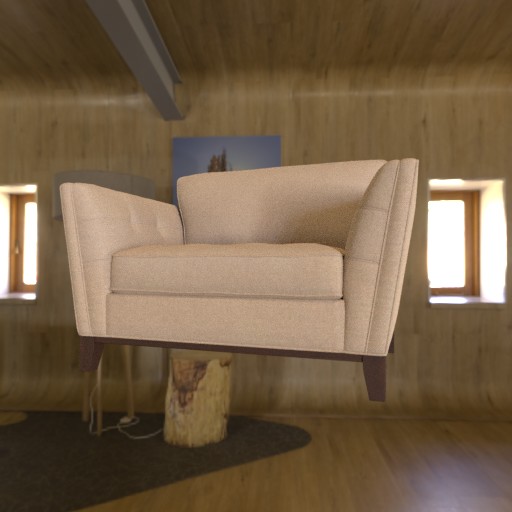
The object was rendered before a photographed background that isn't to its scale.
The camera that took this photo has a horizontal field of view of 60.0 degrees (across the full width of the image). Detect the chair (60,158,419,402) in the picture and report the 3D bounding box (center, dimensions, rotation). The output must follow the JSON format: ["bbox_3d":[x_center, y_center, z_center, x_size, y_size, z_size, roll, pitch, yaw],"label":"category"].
[{"bbox_3d":[0.000,0.000,2.043,1.397,0.940,0.965,0,-1,19],"label":"chair"}]
